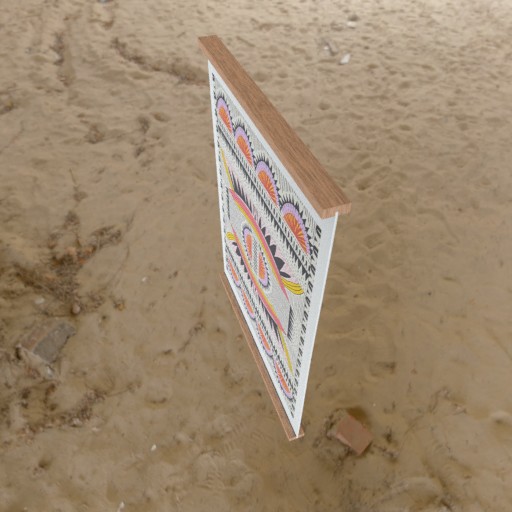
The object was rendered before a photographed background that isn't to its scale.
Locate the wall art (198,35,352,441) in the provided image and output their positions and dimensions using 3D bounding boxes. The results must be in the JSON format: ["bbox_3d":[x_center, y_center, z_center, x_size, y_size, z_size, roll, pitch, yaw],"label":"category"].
[{"bbox_3d":[0.000,0.000,0.703,0.028,0.527,0.403,-15,49,-14],"label":"wall art"}]
